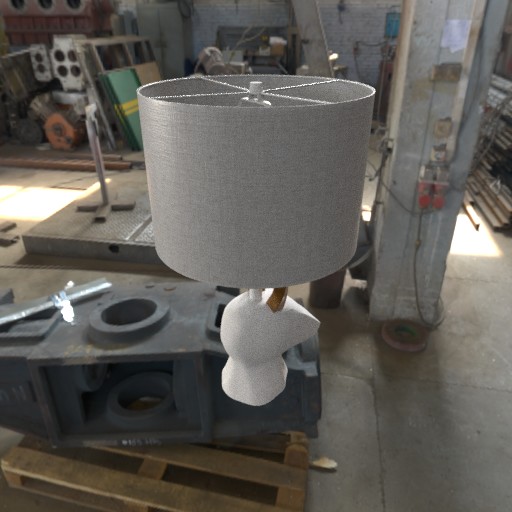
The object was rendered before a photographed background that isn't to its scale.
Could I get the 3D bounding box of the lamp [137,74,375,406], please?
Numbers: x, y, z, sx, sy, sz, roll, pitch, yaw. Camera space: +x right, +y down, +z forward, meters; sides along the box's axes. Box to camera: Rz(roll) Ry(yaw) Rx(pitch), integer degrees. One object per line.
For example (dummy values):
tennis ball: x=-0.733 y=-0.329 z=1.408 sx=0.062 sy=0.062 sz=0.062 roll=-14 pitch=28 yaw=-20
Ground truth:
lamp: x=0.000 y=0.000 z=0.685 sx=0.298 sy=0.503 sz=0.298 roll=-18 pitch=33 yaw=-30
